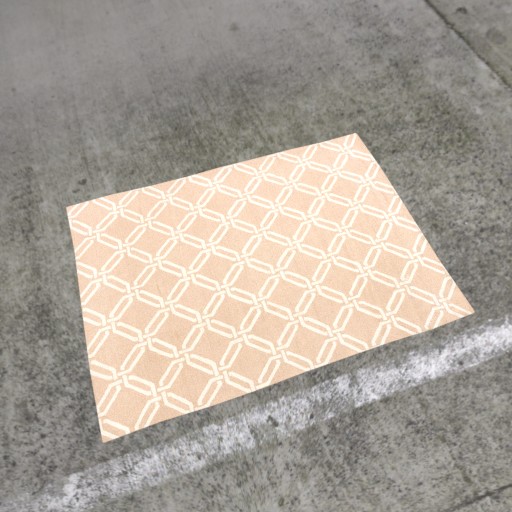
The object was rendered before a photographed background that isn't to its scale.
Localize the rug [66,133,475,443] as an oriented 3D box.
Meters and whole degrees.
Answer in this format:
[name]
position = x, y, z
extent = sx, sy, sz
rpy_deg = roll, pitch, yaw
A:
[rug]
position = 0.000, 0.000, 4.299
extent = 3.365, 0.020, 2.452
rpy_deg = -16, 60, -10
